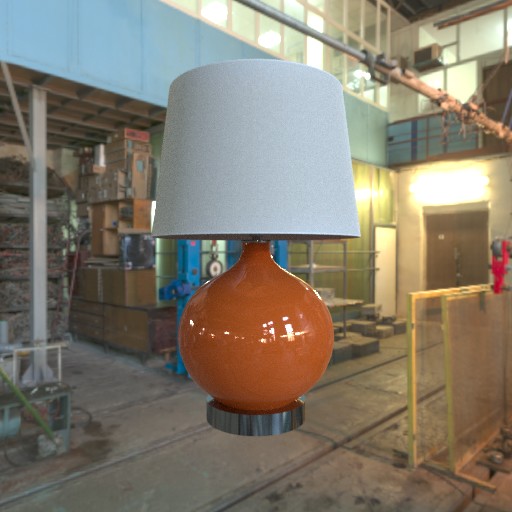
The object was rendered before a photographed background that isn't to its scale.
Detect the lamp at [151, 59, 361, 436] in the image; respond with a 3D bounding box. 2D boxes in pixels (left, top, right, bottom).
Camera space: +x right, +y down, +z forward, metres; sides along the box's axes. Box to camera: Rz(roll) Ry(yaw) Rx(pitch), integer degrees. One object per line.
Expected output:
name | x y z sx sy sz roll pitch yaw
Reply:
lamp | 0.000 0.000 0.535 0.247 0.387 0.247 0 0 0
